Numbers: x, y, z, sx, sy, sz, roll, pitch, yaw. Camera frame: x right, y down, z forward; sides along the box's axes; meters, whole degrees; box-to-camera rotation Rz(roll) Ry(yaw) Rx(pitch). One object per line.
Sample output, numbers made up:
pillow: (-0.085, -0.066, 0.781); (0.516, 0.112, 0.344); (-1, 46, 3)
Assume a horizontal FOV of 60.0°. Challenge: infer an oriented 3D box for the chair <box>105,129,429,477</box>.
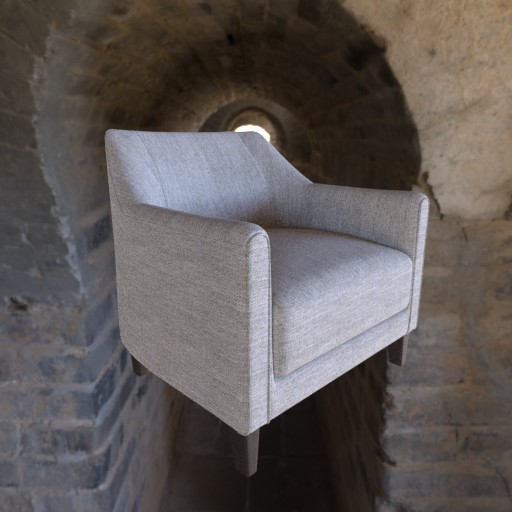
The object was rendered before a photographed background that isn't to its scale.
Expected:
chair: (0.000, 0.000, 1.385); (0.796, 0.761, 0.758); (-15, 21, -43)
